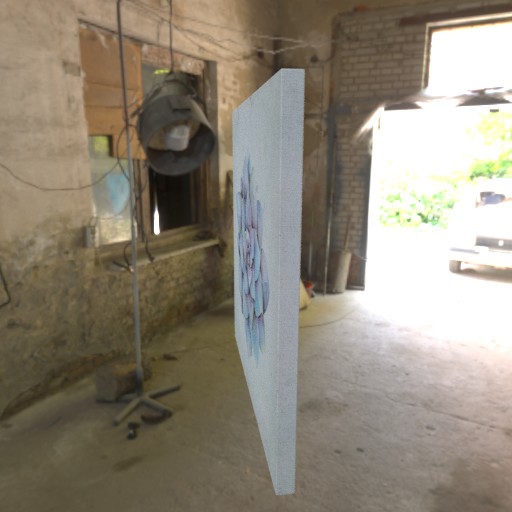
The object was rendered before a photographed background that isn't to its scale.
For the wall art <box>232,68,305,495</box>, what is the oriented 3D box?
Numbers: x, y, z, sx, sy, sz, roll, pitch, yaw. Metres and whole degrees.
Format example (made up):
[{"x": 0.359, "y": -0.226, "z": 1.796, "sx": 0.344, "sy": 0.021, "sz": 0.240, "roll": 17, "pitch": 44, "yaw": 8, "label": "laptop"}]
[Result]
[{"x": 0.000, "y": 0.000, "z": 1.127, "sx": 0.038, "sy": 0.762, "sz": 0.762, "roll": -2, "pitch": 13, "yaw": -8, "label": "wall art"}]
